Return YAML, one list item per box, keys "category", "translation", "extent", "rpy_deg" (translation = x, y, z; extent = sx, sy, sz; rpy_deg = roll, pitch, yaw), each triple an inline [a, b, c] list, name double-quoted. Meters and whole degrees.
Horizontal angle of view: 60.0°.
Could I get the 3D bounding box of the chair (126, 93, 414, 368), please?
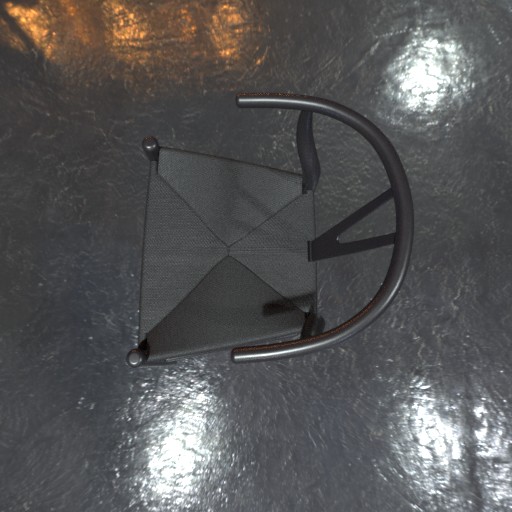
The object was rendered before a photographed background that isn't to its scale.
- category: "chair"
  translation: [0.000, 0.000, 1.156]
  extent: [0.579, 0.730, 0.569]
  rpy_deg: [0, 76, 0]
